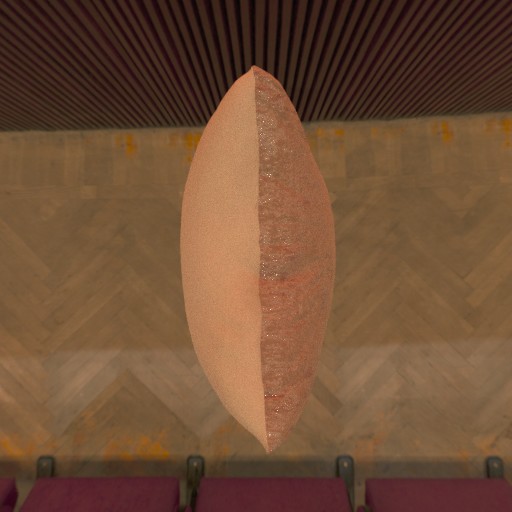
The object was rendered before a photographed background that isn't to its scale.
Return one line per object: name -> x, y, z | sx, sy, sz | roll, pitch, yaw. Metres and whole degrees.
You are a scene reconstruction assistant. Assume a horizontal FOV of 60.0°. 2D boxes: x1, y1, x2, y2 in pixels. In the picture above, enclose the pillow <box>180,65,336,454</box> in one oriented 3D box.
pillow -> 0.000, 0.000, 0.720 | 0.245, 0.448, 0.450 | 0, 92, 1
